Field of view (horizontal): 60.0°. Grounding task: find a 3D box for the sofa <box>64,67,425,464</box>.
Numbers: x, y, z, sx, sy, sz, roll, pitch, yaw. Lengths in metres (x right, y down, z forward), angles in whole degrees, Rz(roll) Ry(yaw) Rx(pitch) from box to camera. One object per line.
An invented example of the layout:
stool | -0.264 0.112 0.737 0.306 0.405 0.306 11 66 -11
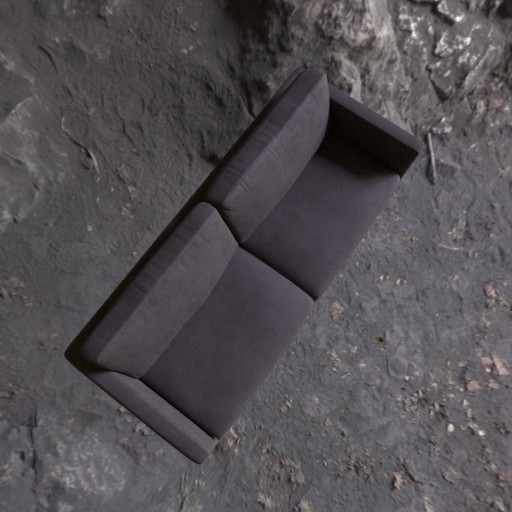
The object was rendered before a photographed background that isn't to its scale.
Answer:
sofa | 0.000 0.000 2.727 0.951 0.965 2.208 35 78 9
